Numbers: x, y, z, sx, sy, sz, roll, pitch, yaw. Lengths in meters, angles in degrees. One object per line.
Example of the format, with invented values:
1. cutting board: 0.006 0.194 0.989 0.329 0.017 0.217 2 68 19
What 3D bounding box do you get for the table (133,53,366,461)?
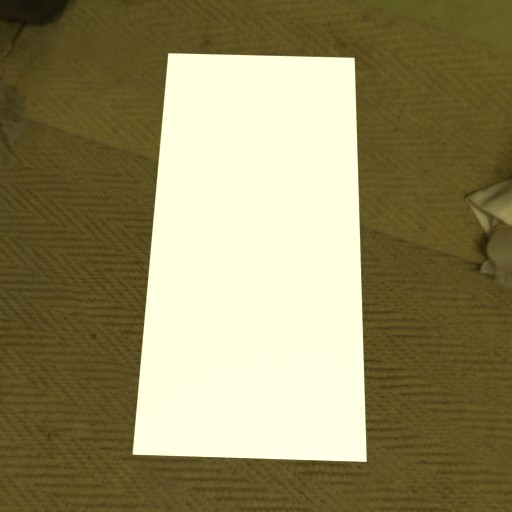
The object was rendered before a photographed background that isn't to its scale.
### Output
1. table: 0.000 0.000 2.305 0.900 0.790 1.800 2 76 0
